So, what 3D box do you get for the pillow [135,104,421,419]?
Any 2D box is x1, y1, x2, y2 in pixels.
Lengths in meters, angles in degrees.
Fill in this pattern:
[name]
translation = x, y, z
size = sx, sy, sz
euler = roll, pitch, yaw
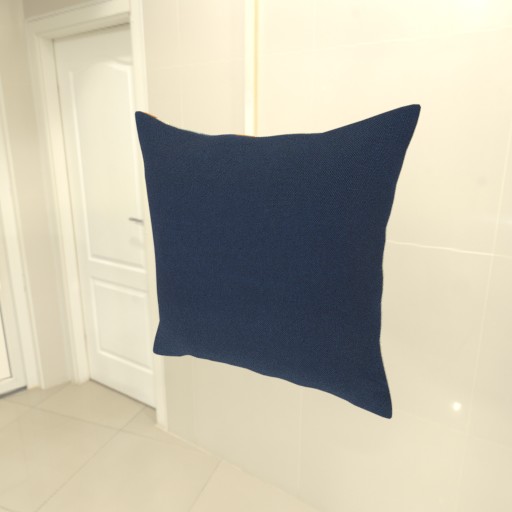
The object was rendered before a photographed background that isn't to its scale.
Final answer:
[pillow]
translation = 0.000, 0.000, 0.714
size = 0.463, 0.454, 0.173
euler = 8, 17, 26
